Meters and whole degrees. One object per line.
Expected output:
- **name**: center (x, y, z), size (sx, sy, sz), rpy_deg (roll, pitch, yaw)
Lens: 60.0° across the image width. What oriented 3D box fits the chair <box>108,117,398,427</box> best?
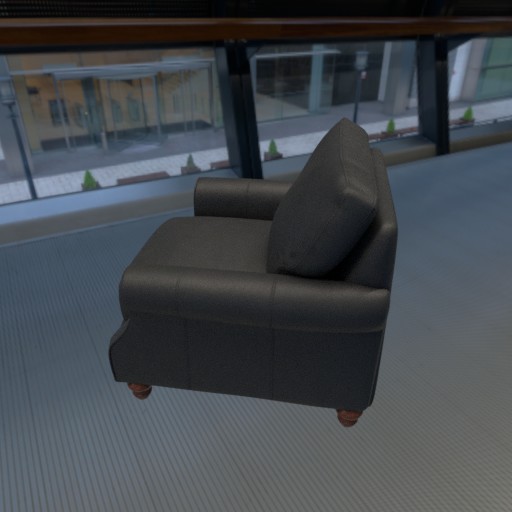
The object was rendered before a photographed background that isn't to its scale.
- **chair**: center (0.000, 0.000, 1.775), size (1.027, 0.960, 1.015), rpy_deg (7, 31, 13)
